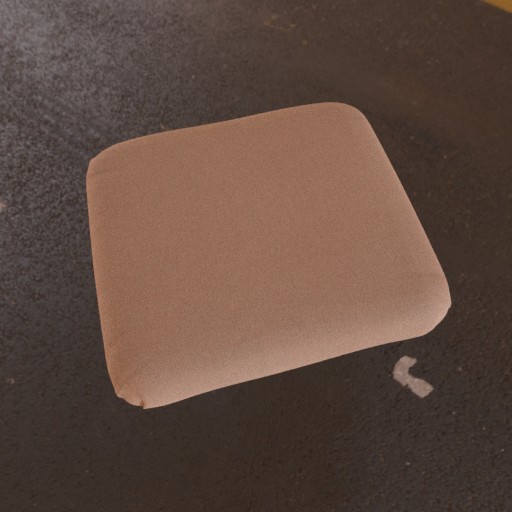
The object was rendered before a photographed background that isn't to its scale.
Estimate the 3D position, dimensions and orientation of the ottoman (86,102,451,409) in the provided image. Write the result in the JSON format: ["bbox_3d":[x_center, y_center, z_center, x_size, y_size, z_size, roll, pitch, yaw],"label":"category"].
[{"bbox_3d":[0.000,0.000,1.140,0.746,0.450,0.639,-13,64,-7],"label":"ottoman"}]
